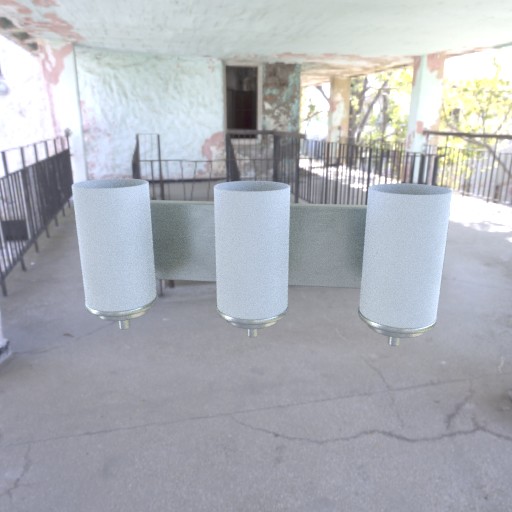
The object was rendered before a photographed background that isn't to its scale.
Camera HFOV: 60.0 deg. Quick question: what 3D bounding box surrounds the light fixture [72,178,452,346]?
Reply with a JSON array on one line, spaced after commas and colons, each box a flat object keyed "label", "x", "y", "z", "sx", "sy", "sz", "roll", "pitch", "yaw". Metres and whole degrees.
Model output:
[{"label": "light fixture", "x": 0.000, "y": 0.000, "z": 0.516, "sx": 0.451, "sy": 0.172, "sz": 0.145, "roll": 2, "pitch": 17, "yaw": 7}]
